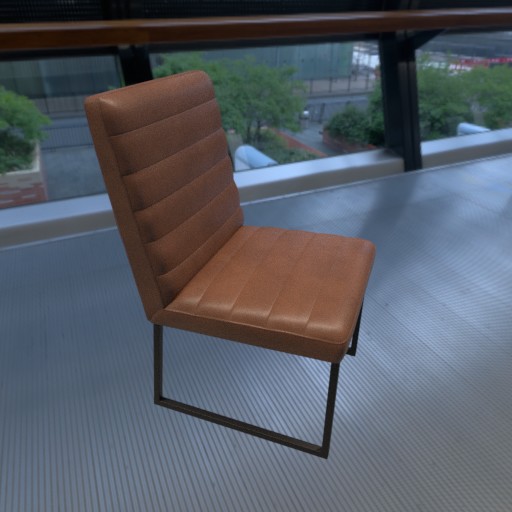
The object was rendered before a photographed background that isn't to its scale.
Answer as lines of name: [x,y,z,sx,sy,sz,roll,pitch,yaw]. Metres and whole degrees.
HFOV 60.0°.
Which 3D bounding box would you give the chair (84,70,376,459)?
chair: [0.000,0.000,1.277,0.634,0.930,0.520,11,31,18]
